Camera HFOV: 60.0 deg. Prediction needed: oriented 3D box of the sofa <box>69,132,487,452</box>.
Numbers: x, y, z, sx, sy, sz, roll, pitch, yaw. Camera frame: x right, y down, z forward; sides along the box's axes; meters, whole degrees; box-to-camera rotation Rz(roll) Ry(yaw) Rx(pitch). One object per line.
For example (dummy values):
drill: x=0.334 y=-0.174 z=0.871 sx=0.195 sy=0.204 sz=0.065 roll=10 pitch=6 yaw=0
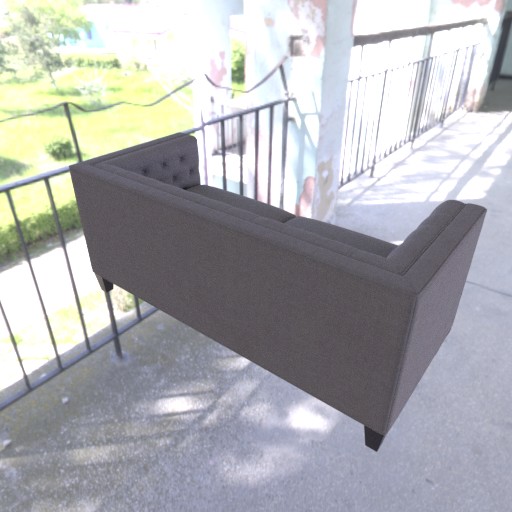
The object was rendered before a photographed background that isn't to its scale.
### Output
sofa: x=0.000 y=0.000 z=2.187 sx=1.778 sy=0.762 sz=0.775 roll=22 pitch=38 yaw=32
